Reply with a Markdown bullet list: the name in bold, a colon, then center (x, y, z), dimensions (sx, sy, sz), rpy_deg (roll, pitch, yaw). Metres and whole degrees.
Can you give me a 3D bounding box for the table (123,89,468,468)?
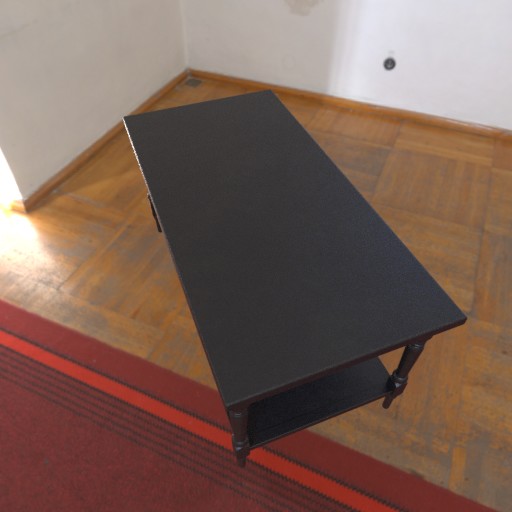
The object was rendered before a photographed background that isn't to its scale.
- **table**: center (0.000, 0.000, 1.421), dimensions (0.550, 0.510, 1.107), rpy_deg (-16, 49, -14)
